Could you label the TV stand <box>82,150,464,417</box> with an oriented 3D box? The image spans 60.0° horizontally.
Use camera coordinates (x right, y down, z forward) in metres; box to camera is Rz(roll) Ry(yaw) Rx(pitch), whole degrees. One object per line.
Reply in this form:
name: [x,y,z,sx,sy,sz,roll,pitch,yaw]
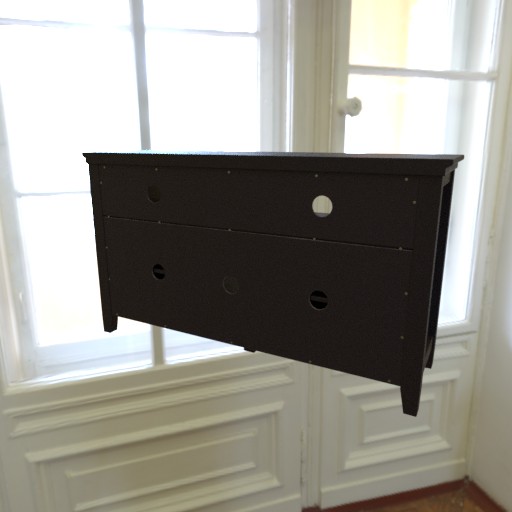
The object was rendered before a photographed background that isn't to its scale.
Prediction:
TV stand: [0.000,0.000,1.508,1.198,0.681,0.347,8,17,27]
